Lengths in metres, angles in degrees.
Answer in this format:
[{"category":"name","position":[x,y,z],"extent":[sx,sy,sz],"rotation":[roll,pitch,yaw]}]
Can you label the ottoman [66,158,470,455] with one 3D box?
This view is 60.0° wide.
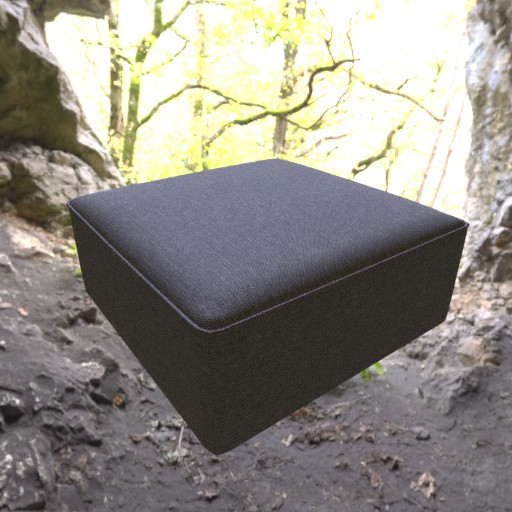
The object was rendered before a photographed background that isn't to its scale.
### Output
[{"category":"ottoman","position":[0.000,0.000,1.587],"extent":[1.005,0.455,1.005],"rotation":[-19,32,-32]}]
